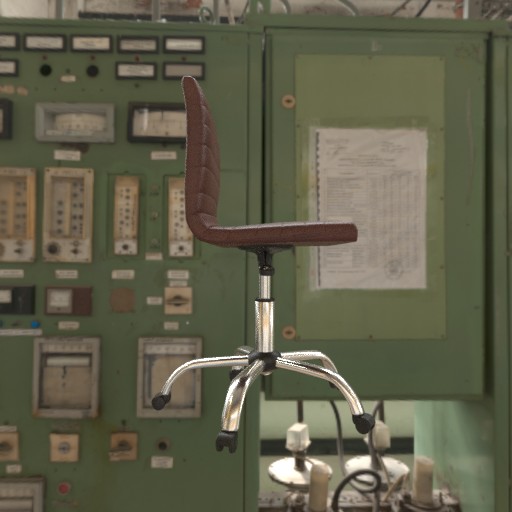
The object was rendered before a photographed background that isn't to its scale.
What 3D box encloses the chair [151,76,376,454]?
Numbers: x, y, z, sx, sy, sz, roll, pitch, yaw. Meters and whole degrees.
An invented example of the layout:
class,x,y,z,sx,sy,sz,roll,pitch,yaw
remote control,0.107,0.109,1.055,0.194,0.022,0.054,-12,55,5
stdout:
class,x,y,z,sx,sy,sz,roll,pitch,yaw
chair,0.000,0.000,1.138,0.530,0.780,0.556,0,0,0
